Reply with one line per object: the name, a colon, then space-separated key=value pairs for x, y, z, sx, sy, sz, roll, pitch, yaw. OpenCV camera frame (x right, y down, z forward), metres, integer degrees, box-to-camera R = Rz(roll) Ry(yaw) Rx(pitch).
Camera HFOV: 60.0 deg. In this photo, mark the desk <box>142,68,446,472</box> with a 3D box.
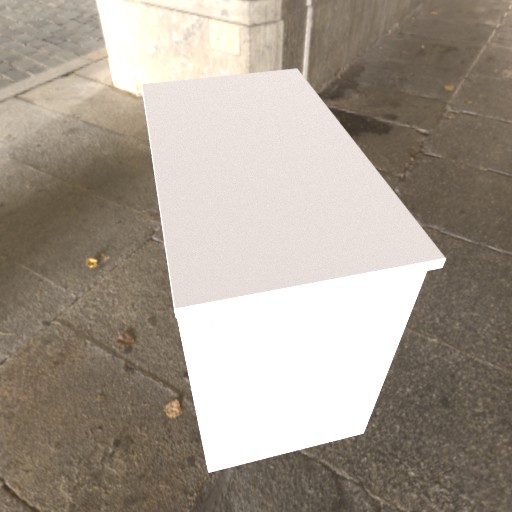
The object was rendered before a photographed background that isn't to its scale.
desk: x=0.000 y=0.000 z=1.338 sx=0.498 sy=0.729 sz=0.900 roll=-10 pitch=45 yaw=-10
